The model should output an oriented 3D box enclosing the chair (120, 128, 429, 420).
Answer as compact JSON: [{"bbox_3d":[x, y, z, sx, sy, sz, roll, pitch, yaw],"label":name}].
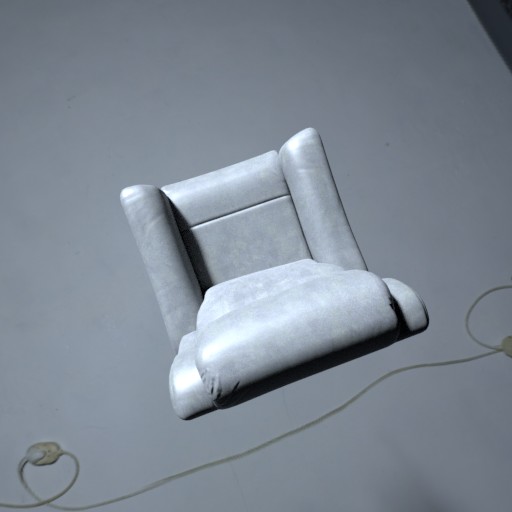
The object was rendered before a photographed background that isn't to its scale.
[{"bbox_3d":[0.000,0.000,1.944,0.967,1.116,1.068,-19,76,-5],"label":"chair"}]
